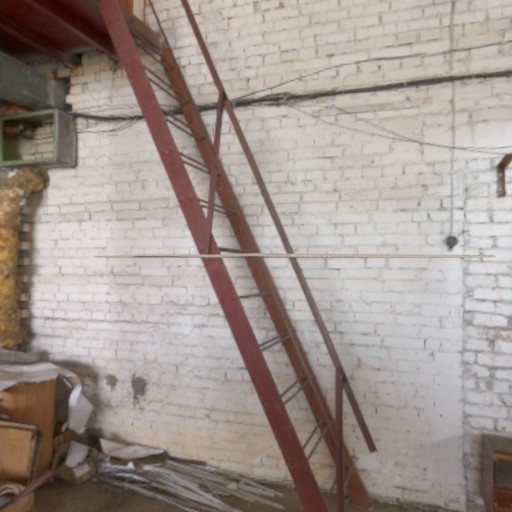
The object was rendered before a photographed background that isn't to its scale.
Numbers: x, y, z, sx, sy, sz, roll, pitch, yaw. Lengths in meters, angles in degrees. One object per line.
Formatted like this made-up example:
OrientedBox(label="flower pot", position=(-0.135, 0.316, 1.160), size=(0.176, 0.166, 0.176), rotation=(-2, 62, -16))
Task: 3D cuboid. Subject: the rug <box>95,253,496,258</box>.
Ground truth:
OrientedBox(label="rug", position=(0.000, 0.000, 1.051), size=(0.511, 0.008, 0.869), rotation=(0, 0, -36))
